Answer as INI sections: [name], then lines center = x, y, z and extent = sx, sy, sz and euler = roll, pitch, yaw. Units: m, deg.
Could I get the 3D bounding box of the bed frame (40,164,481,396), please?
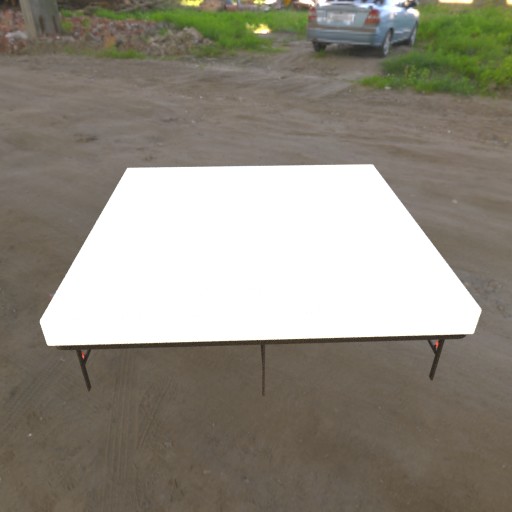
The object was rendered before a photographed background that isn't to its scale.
[bed frame]
center = 0.000, 0.000, 2.995
extent = 2.032, 0.559, 1.930
euler = -1, 32, -2
